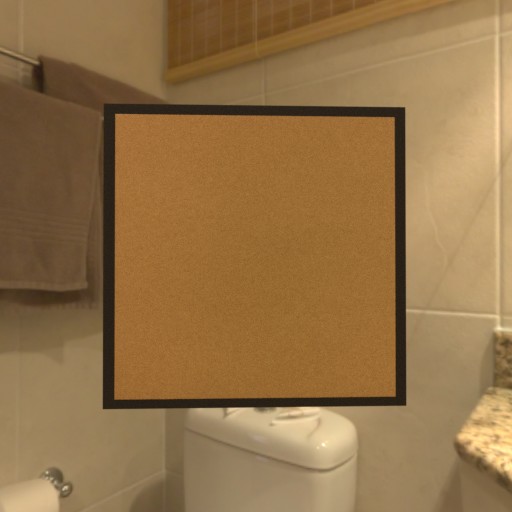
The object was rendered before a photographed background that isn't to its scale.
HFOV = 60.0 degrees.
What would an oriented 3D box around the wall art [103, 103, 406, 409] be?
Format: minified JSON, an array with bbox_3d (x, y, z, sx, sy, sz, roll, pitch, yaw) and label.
[{"bbox_3d":[0.000,0.000,0.760,0.508,0.507,0.033,0,-1,-2],"label":"wall art"}]
